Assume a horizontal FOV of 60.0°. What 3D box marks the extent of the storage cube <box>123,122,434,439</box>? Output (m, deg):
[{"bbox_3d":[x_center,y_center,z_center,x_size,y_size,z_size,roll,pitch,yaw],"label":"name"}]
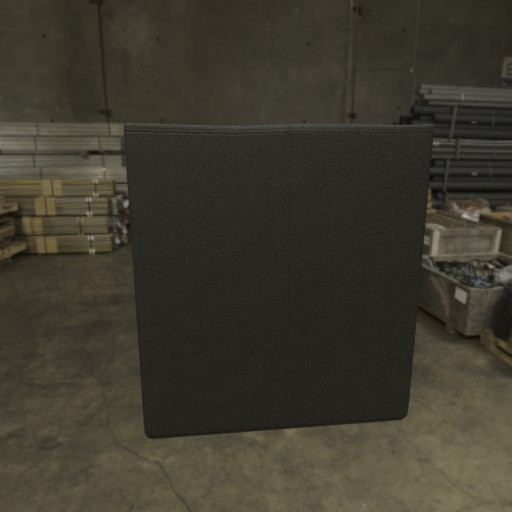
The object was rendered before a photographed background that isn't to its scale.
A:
[{"bbox_3d":[0.000,0.000,0.511,0.270,0.280,0.270,-2,14,-7],"label":"storage cube"}]
